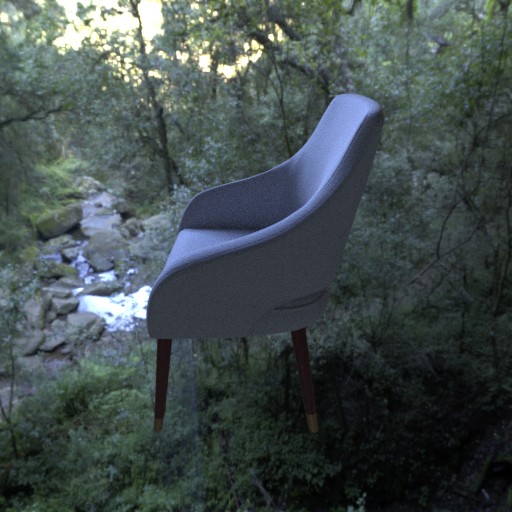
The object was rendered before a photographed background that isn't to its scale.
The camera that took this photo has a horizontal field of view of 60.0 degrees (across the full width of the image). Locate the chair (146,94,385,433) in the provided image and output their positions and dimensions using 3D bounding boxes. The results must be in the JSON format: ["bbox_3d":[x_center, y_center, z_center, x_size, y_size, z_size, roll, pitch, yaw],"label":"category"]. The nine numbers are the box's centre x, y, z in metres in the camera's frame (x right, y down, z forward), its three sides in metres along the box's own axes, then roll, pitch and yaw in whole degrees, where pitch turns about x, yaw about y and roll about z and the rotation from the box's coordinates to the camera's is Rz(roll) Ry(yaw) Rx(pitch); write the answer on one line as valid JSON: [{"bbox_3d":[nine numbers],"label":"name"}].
[{"bbox_3d":[0.000,0.000,1.319,0.600,0.889,0.609,0,25,-1],"label":"chair"}]
